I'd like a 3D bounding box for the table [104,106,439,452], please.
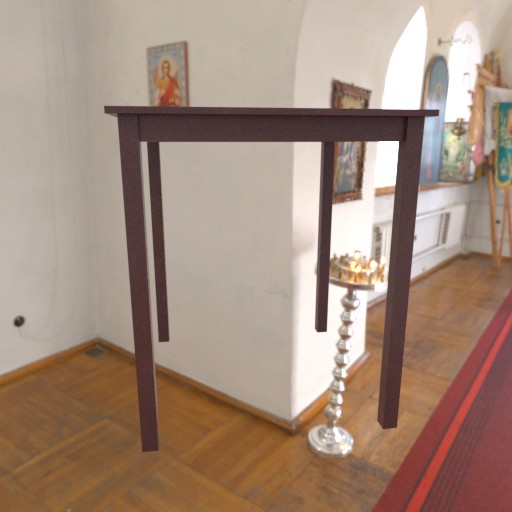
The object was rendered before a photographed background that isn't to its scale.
[{"bbox_3d":[0.000,0.000,1.655,0.861,0.991,0.861,-2,14,-8],"label":"table"}]
